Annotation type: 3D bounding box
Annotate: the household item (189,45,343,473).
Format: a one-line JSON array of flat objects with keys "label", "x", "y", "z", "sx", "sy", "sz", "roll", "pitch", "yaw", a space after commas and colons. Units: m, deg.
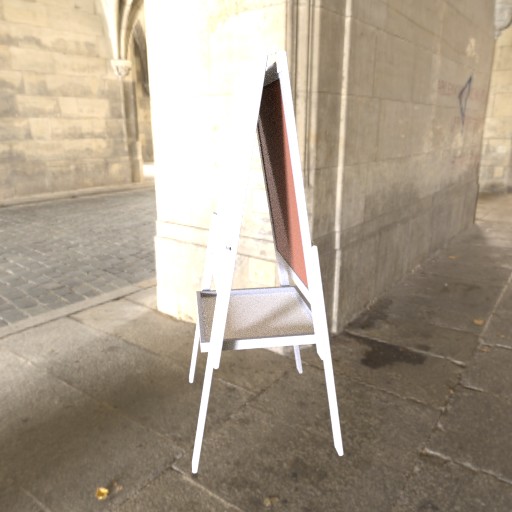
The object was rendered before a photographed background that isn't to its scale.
[{"label": "household item", "x": 0.000, "y": 0.000, "z": 1.442, "sx": 0.469, "sy": 1.172, "sz": 0.531, "roll": -3, "pitch": 16, "yaw": -9}]
